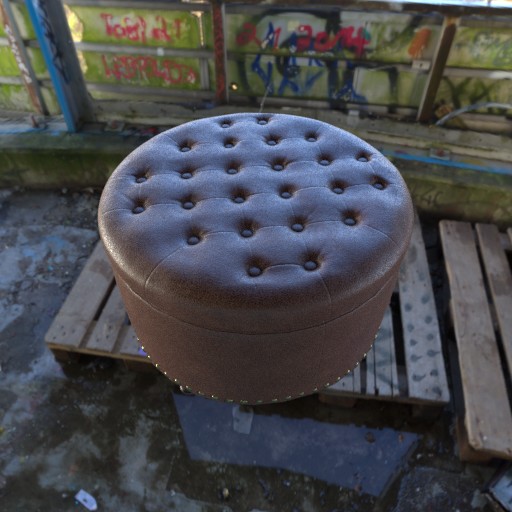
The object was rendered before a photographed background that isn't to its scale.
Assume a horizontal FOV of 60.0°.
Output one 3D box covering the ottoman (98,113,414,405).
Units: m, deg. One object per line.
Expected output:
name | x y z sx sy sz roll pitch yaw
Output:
ottoman | 0.000 0.000 1.050 0.637 0.442 0.637 0 46 0
